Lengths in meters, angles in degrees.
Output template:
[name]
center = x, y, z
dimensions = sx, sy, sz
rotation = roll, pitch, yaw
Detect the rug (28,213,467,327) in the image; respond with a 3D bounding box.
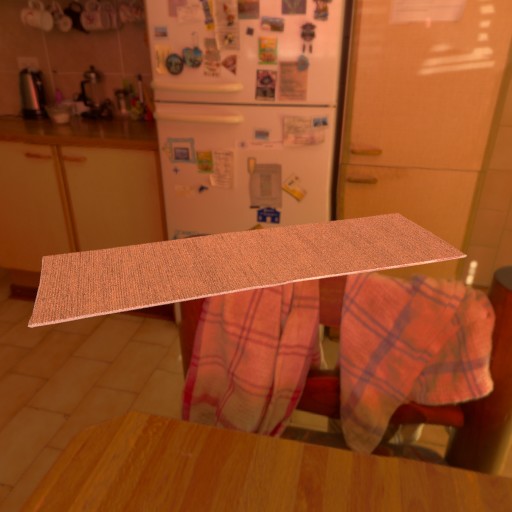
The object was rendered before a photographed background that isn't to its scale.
[rug]
center = 0.000, 0.000, 2.524
dimensions = 2.320, 0.032, 0.692
rotation = -8, 28, -15
